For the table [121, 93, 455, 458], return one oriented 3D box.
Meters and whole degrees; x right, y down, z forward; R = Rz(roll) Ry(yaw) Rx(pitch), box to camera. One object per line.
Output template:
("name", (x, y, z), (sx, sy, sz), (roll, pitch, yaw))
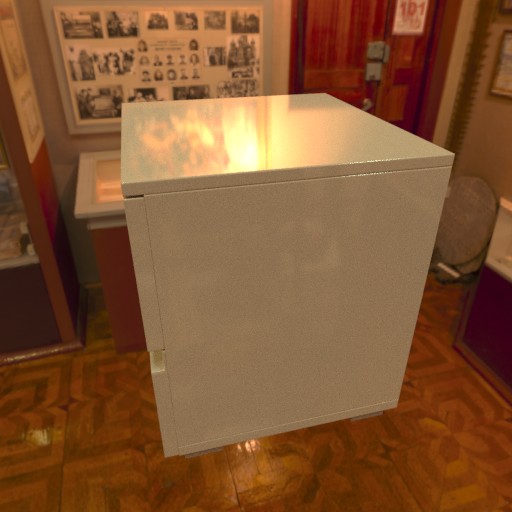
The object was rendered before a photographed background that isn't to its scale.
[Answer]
("table", (0.000, 0.000, 0.798), (0.400, 0.470, 0.420), (-7, 31, -13))
